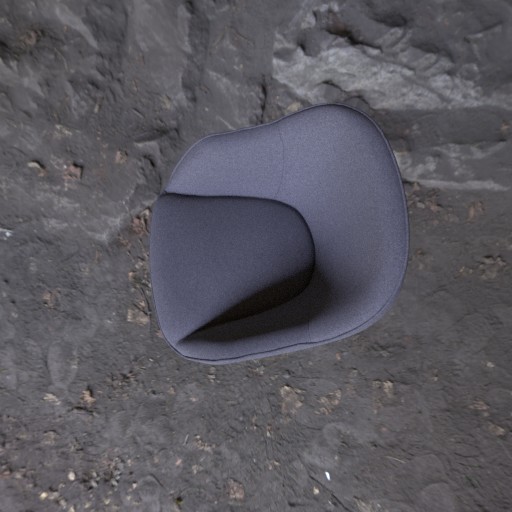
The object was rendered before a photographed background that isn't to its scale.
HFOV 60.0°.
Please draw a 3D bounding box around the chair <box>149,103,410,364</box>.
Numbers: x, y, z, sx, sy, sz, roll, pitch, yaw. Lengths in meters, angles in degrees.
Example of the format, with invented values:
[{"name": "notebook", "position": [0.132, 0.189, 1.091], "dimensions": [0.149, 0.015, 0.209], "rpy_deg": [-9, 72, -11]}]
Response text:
[{"name": "chair", "position": [0.000, 0.000, 1.271], "dimensions": [0.611, 0.810, 0.589], "rpy_deg": [-7, 75, -2]}]
